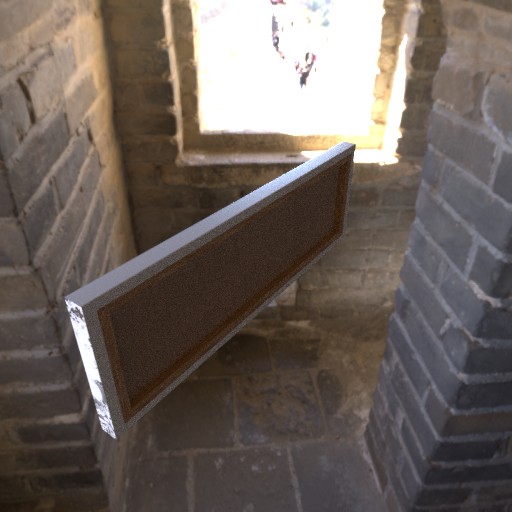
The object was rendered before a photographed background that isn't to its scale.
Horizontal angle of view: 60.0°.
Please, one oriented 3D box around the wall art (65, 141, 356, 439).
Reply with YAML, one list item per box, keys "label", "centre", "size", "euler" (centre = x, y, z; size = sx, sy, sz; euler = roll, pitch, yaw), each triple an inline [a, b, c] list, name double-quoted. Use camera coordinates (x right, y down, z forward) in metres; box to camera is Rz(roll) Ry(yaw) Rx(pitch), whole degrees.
- label: "wall art"
  centre: [0.000, 0.000, 0.874]
  size: [0.036, 0.256, 0.766]
  euler: [21, 38, 30]
